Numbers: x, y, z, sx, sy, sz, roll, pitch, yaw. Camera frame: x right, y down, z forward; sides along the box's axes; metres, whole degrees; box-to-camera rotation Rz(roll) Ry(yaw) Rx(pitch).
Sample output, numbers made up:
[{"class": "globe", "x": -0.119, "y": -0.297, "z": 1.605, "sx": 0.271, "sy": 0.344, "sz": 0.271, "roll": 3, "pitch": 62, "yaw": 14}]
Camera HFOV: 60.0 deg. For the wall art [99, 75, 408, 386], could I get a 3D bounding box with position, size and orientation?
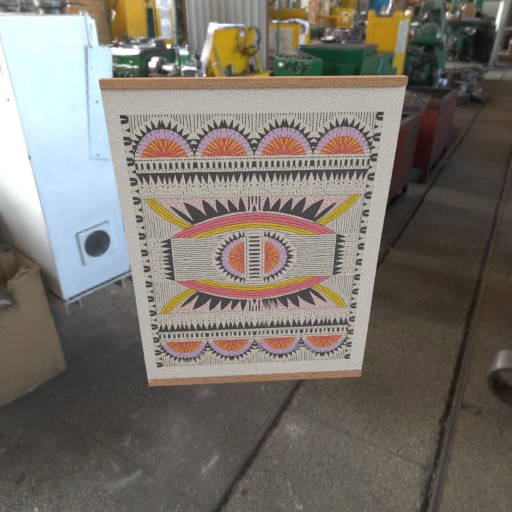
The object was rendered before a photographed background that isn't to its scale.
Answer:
[{"class": "wall art", "x": 0.000, "y": 0.000, "z": 1.348, "sx": 0.765, "sy": 1.016, "sz": 0.028, "roll": -2, "pitch": 30, "yaw": -3}]
